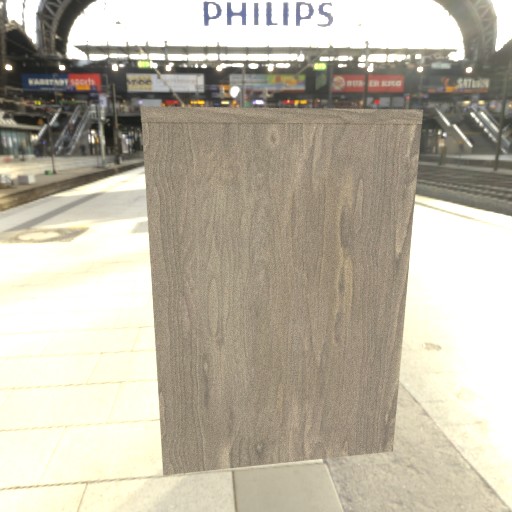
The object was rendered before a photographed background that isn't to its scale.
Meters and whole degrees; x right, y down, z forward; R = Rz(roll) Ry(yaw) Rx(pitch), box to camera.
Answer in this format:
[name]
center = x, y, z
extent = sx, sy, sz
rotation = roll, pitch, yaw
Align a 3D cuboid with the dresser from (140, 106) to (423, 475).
[dresser]
center = 0.000, 0.000, 1.294
extent = 0.529, 0.762, 0.809
rotation = -2, 14, -8
